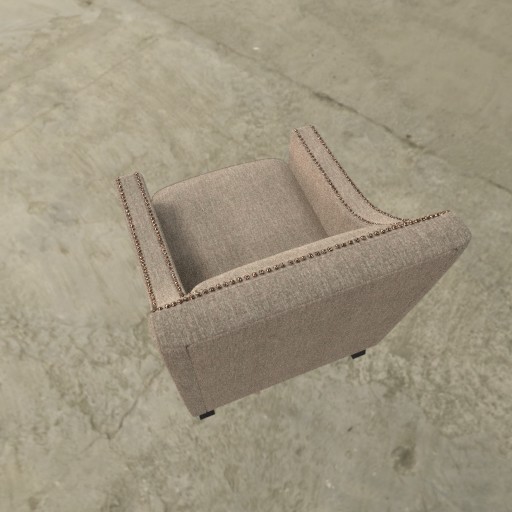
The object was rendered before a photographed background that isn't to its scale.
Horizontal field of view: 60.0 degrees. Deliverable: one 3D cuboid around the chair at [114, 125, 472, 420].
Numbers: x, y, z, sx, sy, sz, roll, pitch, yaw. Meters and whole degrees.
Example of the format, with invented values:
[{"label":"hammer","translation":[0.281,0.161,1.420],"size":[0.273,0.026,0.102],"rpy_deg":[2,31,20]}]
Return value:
[{"label":"chair","translation":[0.000,0.000,1.566],"size":[0.776,0.967,0.884],"rpy_deg":[-18,58,-12]}]
